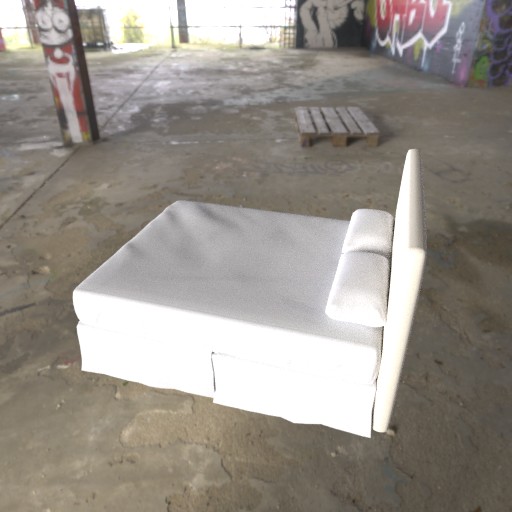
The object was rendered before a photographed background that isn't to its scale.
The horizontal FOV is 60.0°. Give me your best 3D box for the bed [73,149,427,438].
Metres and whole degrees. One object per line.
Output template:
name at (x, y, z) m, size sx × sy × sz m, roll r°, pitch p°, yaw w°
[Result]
bed at (0.000, 0.000, 3.257) m, size 2.142 × 1.330 × 1.713 m, roll 9°, pitch 31°, yaw 15°
